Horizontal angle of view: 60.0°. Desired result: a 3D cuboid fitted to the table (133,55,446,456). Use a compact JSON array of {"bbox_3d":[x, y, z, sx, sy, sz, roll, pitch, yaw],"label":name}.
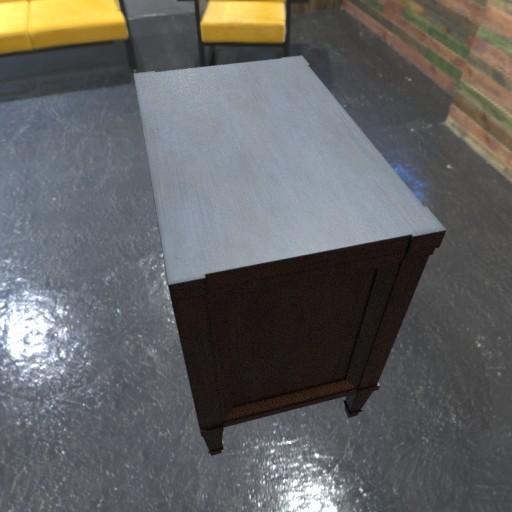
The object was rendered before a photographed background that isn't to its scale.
[{"bbox_3d":[0.000,0.000,1.074,0.413,0.660,0.660,-11,47,-10],"label":"table"}]
